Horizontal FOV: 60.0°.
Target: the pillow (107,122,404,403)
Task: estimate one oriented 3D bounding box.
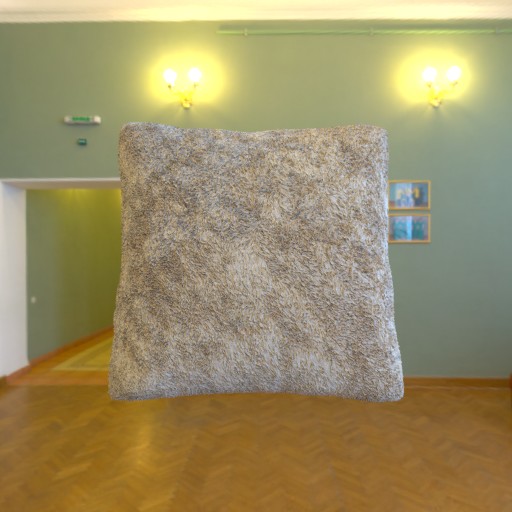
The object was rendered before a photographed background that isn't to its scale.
[{"bbox_3d":[0.000,0.000,0.807,0.529,0.515,0.218,0,0,0],"label":"pillow"}]
